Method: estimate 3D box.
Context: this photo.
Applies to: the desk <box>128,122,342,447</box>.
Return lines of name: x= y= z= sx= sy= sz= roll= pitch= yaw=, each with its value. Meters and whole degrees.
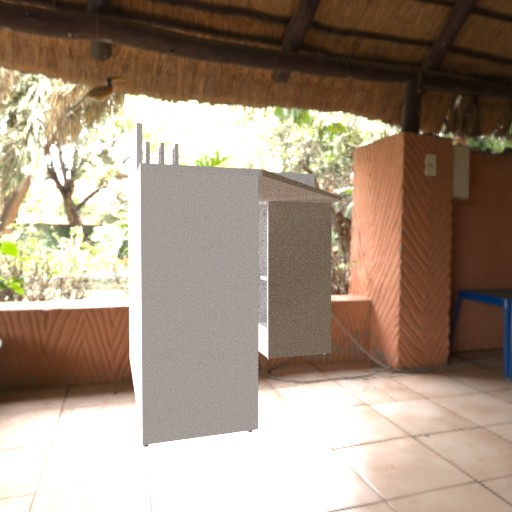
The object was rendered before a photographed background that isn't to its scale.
desk: x=0.000 y=0.000 z=1.758 sx=0.940 sy=0.986 sz=0.940 roll=-1 pitch=2 yaw=-18
